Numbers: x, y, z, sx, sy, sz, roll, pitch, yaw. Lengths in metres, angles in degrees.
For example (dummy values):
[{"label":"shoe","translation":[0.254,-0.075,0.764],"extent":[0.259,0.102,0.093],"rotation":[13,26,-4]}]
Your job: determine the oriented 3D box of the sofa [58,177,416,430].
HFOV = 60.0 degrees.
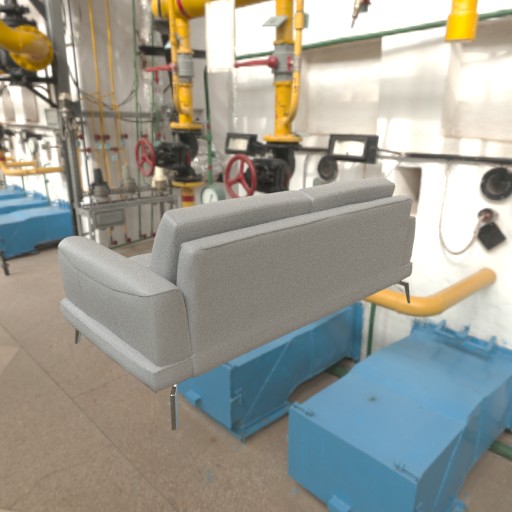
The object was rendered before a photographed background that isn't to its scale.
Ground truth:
[{"label":"sofa","translation":[0.000,0.000,2.824],"extent":[2.177,0.930,1.121],"rotation":[-16,23,-41]}]
